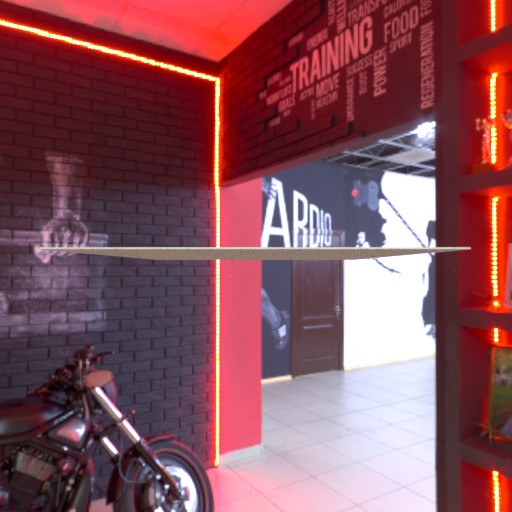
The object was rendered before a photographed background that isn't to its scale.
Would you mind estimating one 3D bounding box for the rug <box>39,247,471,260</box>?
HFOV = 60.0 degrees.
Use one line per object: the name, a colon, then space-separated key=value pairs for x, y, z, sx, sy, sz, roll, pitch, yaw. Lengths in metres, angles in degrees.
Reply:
rug: x=0.000 y=0.000 z=3.413 sx=2.073 sy=0.011 sz=2.584 roll=0 pitch=-2 yaw=0
